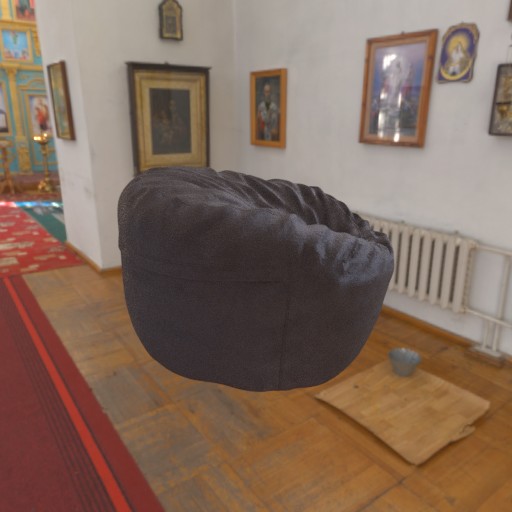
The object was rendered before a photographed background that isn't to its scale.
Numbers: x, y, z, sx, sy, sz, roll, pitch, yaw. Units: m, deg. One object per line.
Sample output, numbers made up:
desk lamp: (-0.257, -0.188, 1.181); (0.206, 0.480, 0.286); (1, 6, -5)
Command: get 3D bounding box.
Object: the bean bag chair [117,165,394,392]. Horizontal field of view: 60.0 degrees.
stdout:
bean bag chair: (0.000, 0.000, 2.106); (1.245, 0.821, 1.245); (0, 16, 0)
